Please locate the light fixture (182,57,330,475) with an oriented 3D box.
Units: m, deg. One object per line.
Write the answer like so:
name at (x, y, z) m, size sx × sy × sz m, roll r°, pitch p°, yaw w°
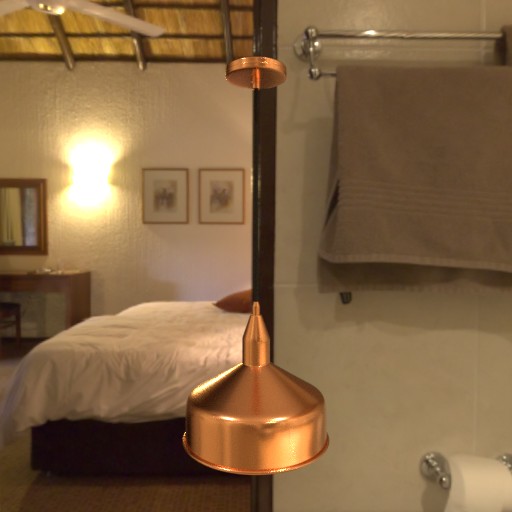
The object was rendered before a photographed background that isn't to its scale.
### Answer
light fixture at (0.000, 0.000, 0.907) m, size 0.301 × 0.754 × 0.301 m, roll -1°, pitch 2°, yaw -37°
